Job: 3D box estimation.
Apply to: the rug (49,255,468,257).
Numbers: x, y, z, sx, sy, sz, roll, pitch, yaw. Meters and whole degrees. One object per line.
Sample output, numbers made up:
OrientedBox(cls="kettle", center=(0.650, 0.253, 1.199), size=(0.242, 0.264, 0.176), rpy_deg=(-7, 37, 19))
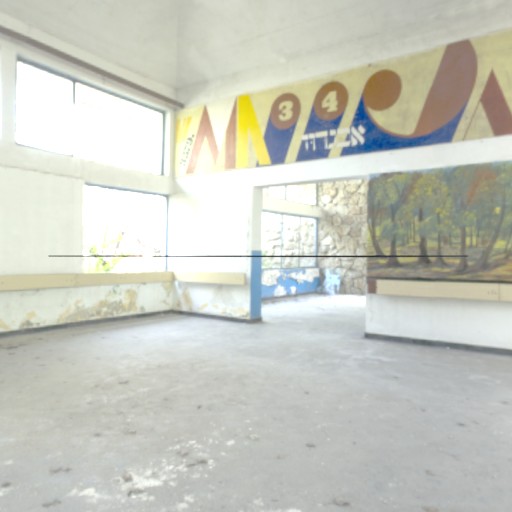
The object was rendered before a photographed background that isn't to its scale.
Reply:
OrientedBox(cls="rug", center=(0.000, 0.000, 3.756), size=(2.940, 0.011, 2.053), rpy_deg=(0, 0, 36))
